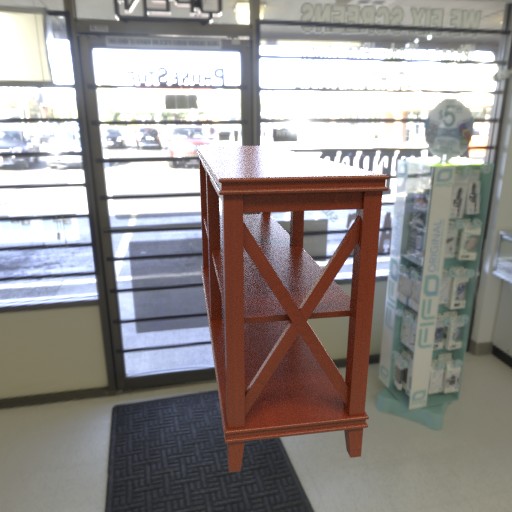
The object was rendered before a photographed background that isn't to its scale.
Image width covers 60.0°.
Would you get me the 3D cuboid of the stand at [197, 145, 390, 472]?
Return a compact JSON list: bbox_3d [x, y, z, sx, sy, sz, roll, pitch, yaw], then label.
[{"bbox_3d":[0.000,0.000,1.714,0.381,0.762,1.372,-3,17,-9],"label":"stand"}]
